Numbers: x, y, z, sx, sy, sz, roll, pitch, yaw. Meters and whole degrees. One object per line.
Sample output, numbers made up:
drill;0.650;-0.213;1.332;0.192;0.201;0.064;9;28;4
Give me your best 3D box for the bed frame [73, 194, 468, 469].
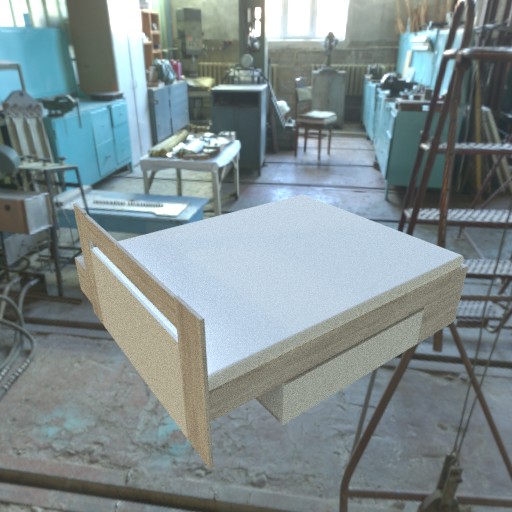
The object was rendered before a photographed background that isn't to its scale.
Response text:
bed frame;0.000;0.000;3.193;2.050;0.860;2.040;-18;32;-32
